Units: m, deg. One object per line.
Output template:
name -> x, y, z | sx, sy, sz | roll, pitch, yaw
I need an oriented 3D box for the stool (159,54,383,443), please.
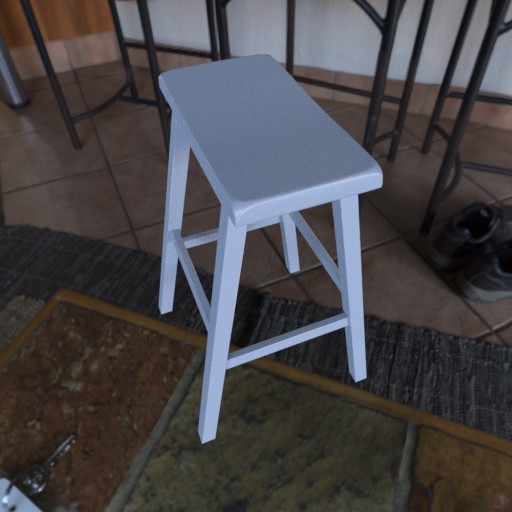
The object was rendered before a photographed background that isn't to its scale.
stool -> 0.000, 0.000, 1.042 | 0.476, 0.737, 0.457 | -17, 50, -15
